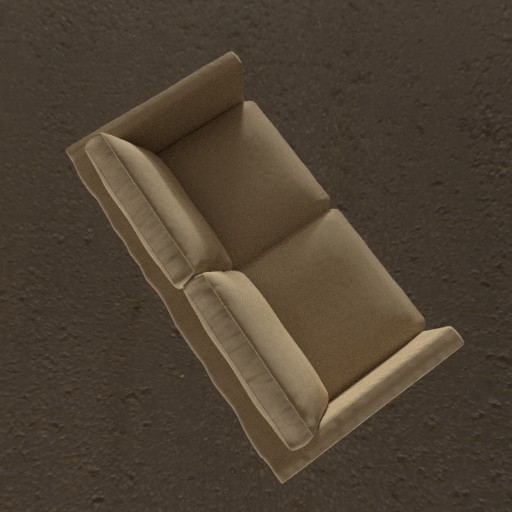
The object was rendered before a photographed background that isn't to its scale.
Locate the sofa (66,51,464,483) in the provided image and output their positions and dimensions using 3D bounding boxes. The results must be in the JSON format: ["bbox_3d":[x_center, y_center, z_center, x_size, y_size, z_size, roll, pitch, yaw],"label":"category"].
[{"bbox_3d":[0.000,0.000,2.172,0.962,0.835,1.719,-34,78,-8],"label":"sofa"}]
